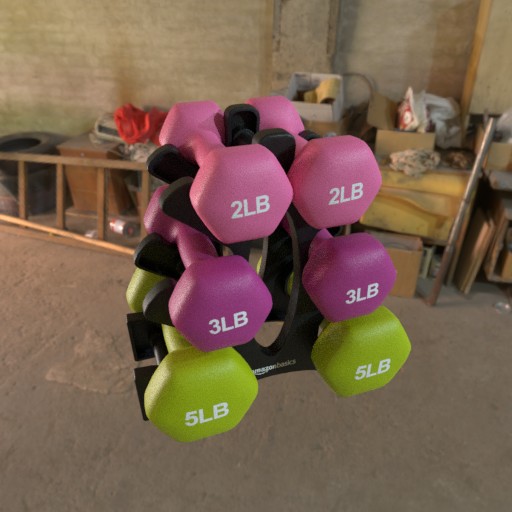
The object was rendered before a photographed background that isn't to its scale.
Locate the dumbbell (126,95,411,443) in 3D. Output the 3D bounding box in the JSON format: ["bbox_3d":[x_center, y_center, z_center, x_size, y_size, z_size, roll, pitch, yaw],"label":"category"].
[{"bbox_3d":[0.000,0.000,0.422,0.257,0.261,0.203,-10,33,-16],"label":"dumbbell"}]
